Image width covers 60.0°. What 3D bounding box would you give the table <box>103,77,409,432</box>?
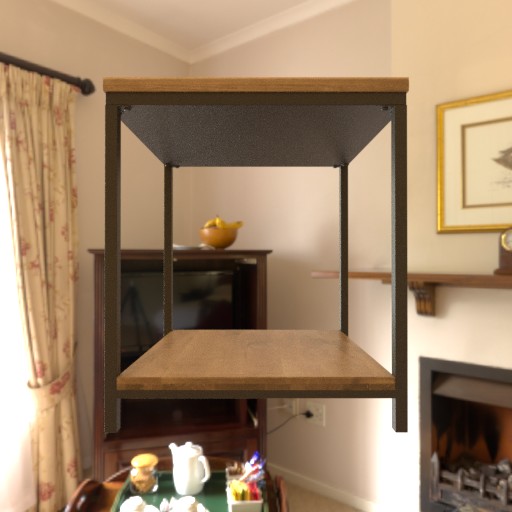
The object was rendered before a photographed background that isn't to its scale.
[{"bbox_3d":[0.000,0.000,0.984,0.507,0.589,0.503,0,0,0],"label":"table"}]
